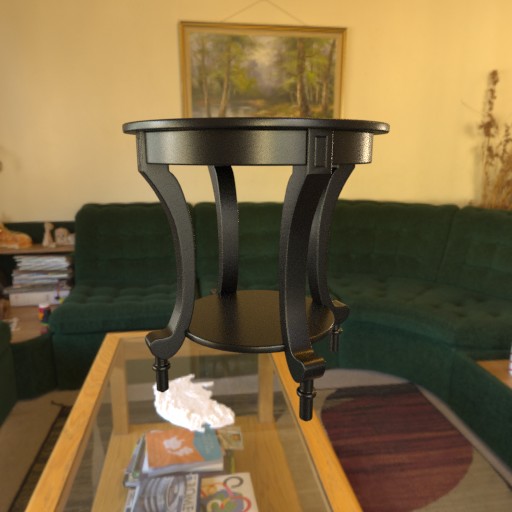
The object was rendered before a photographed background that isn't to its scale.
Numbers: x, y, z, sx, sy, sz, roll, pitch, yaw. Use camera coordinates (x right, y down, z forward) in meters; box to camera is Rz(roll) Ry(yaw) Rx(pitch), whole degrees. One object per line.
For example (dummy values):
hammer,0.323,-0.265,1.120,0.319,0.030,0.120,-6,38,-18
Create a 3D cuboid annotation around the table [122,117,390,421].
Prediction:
table,0.000,0.000,1.100,0.597,0.618,0.597,0,13,0
